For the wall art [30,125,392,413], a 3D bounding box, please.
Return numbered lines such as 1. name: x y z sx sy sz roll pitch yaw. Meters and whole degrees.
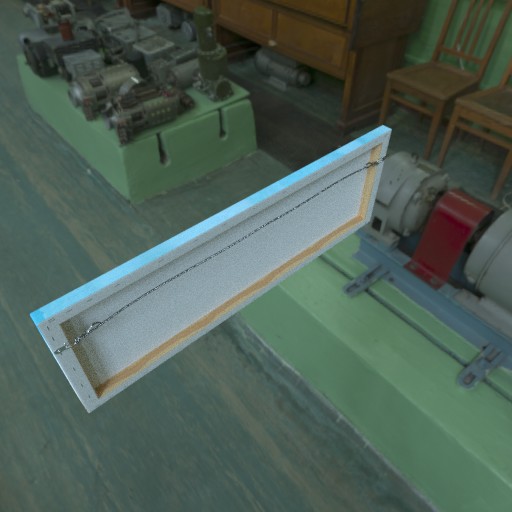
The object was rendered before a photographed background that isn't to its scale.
1. wall art: 0.000 0.000 0.840 0.759 0.254 0.044 -32 53 -28
